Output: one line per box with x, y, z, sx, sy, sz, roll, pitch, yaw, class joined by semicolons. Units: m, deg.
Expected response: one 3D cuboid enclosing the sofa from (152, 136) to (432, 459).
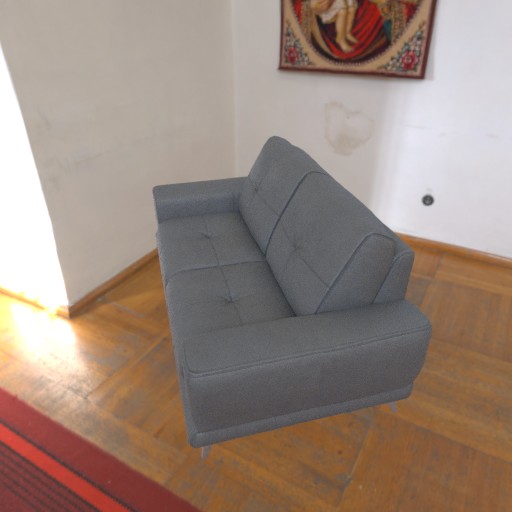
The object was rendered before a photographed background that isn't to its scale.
0.000;0.000;2.416;1.018;0.907;1.806;-8;33;-13;sofa
